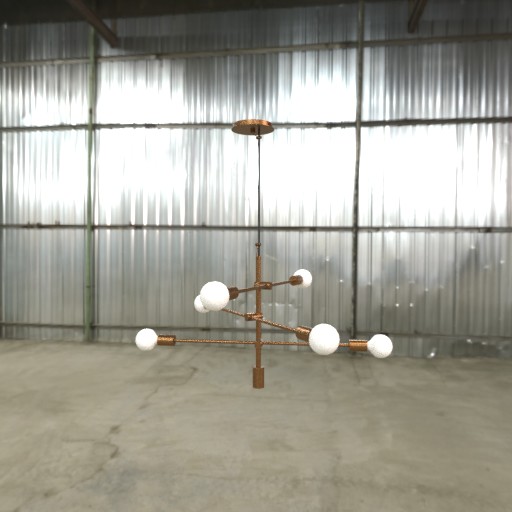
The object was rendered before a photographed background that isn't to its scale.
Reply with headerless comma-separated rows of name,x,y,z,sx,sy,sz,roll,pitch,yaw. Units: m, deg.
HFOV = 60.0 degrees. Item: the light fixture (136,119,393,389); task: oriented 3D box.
light fixture,0.000,0.000,1.264,0.682,0.744,0.637,1,1,36
